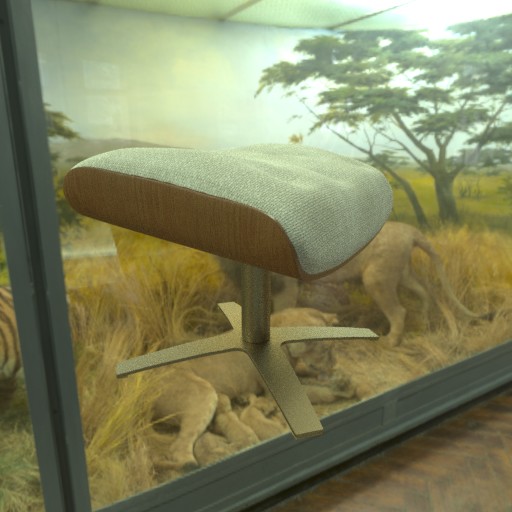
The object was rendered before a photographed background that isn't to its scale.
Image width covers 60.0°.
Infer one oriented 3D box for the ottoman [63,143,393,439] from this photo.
[{"bbox_3d":[0.000,0.000,0.807,0.394,0.391,0.520,8,17,27],"label":"ottoman"}]
